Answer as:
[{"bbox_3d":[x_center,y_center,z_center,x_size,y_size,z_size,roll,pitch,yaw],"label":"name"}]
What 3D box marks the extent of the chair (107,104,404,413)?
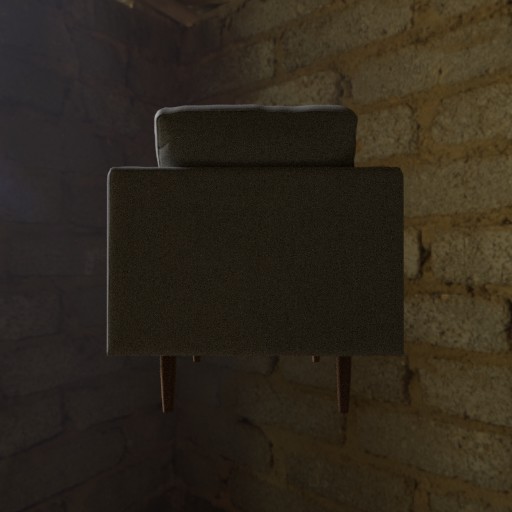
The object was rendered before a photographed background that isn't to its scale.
[{"bbox_3d":[0.000,0.000,1.634,0.855,0.927,0.800,0,0,0],"label":"chair"}]
